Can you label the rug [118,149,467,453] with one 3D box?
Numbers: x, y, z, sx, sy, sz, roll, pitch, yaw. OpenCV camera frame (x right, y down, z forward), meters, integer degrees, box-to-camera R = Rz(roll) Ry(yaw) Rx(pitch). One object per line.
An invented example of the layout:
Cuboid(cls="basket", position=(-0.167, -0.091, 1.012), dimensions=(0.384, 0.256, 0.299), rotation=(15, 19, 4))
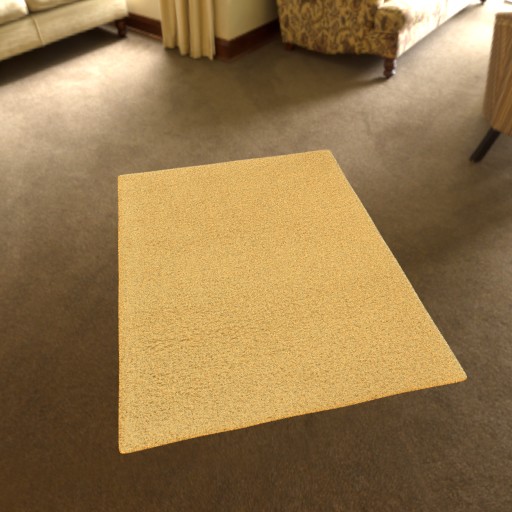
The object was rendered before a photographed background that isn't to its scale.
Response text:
Cuboid(cls="rug", position=(0.000, 0.000, 4.019), dimensions=(2.438, 0.029, 3.047), rotation=(-9, 47, -9))
